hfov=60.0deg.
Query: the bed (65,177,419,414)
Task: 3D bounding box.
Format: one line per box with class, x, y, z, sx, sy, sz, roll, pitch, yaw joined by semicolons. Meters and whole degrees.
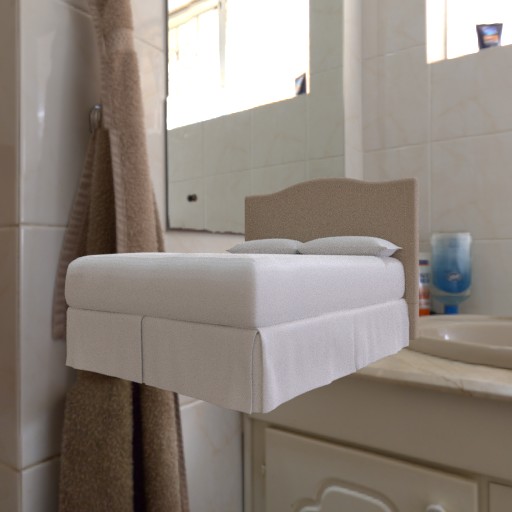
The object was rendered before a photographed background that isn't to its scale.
bed;0.000;0.000;3.156;1.678;1.398;2.052;0;-1;37
